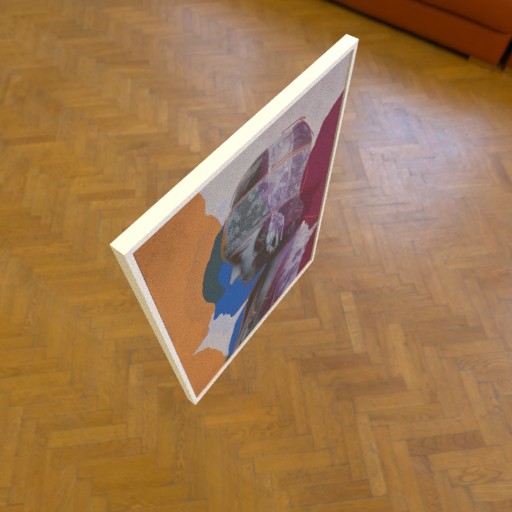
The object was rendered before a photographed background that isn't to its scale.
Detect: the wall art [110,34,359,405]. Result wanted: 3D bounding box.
[{"bbox_3d":[0.000,0.000,1.381,0.039,1.050,0.795,33,64,19],"label":"wall art"}]
